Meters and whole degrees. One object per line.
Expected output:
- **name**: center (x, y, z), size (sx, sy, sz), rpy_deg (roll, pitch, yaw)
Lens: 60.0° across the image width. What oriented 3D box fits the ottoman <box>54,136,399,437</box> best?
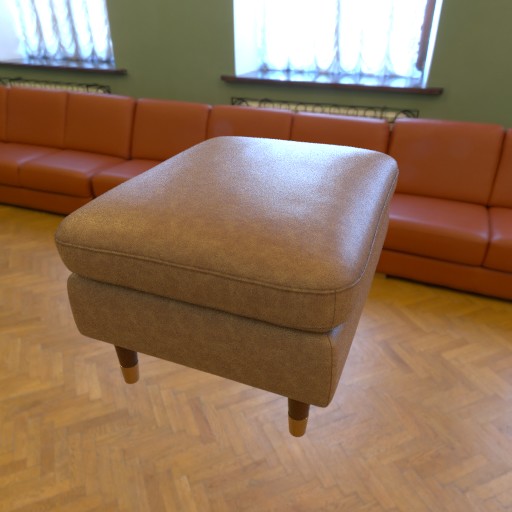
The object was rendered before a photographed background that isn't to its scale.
- **ottoman**: center (0.000, 0.000, 1.119), size (0.593, 0.478, 0.747), rpy_deg (11, 31, 18)
